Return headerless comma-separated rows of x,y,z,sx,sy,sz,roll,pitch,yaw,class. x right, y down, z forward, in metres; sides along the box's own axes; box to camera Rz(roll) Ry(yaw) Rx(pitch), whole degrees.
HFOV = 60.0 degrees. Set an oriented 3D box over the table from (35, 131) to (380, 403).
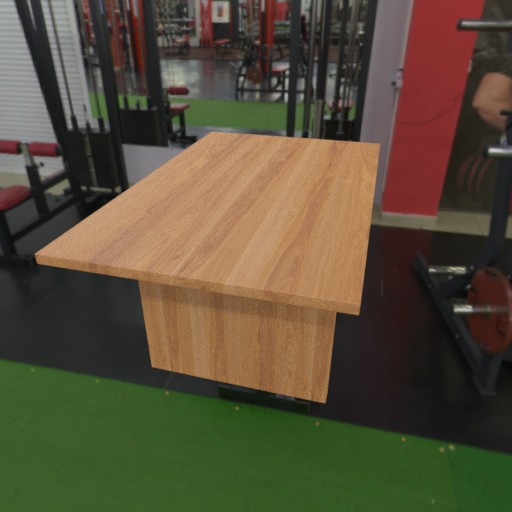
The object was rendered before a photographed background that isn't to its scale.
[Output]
0.000,0.000,1.473,0.700,0.510,1.100,8,31,13,table
